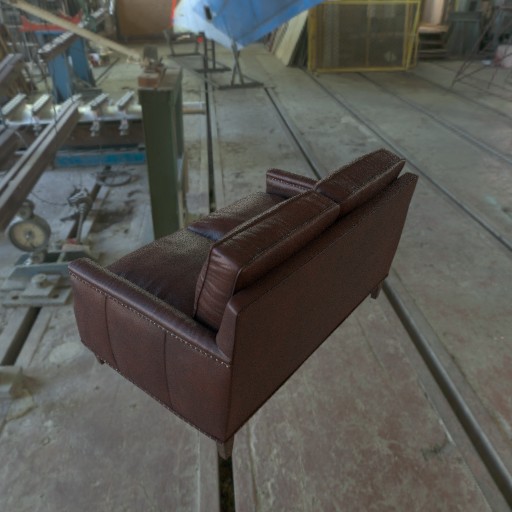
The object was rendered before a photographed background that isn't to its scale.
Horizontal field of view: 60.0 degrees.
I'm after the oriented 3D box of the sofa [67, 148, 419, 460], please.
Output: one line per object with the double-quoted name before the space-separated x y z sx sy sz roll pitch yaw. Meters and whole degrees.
"sofa" 0.000 0.000 2.349 1.083 1.003 1.628 23 38 32
